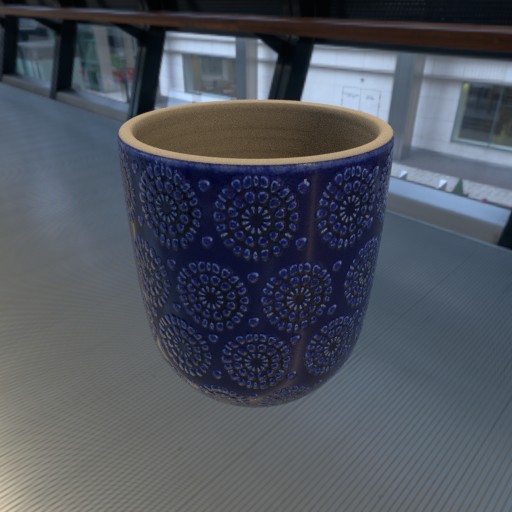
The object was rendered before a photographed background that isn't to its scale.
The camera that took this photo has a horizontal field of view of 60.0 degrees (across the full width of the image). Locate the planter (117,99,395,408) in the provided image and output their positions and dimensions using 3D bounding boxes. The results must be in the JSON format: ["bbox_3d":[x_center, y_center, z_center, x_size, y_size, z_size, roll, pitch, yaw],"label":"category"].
[{"bbox_3d":[0.000,0.000,0.349,0.184,0.206,0.184,0,29,0],"label":"planter"}]
